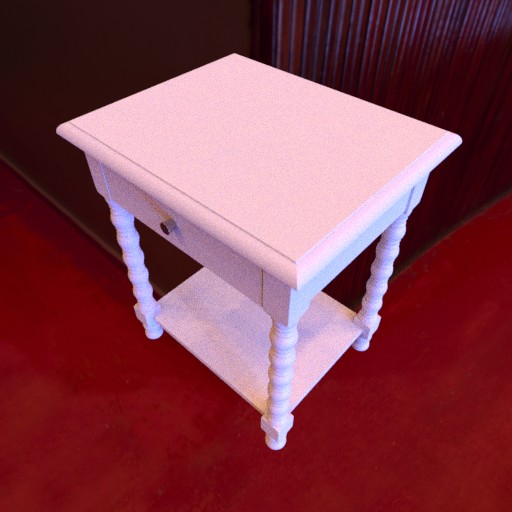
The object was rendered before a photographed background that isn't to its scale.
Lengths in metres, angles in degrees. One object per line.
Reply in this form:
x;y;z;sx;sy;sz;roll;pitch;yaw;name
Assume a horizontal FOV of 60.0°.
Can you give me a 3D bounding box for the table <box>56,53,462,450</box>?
0.000;0.000;0.827;0.460;0.531;0.381;33;54;28;table
